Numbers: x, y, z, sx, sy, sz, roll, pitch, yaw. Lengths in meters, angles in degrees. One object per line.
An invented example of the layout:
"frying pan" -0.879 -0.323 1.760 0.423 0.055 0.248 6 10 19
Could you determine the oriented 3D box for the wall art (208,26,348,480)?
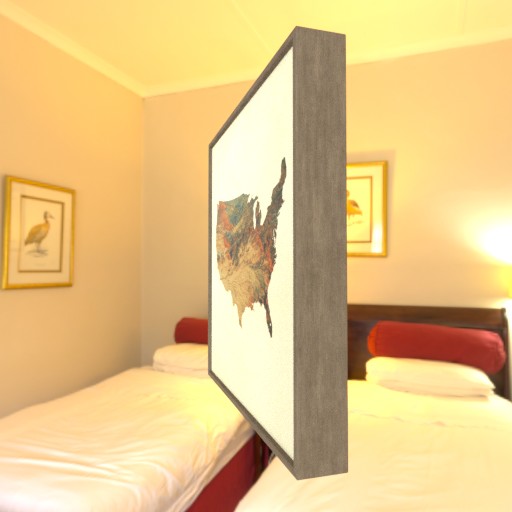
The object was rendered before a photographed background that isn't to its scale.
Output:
"wall art" 0.000 0.000 0.444 0.038 0.302 0.303 0 -2 -17
